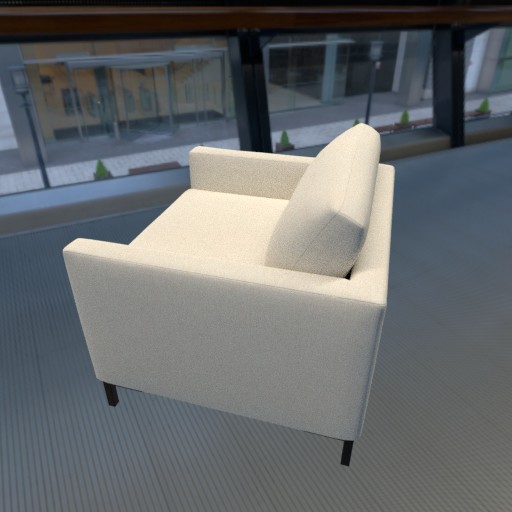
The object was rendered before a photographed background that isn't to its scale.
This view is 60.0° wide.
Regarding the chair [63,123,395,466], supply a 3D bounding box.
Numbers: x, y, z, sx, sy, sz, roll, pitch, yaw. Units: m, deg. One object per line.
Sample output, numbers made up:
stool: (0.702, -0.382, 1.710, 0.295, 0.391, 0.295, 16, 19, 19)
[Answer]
chair: (0.000, 0.000, 1.579, 0.875, 0.806, 0.964, 9, 32, 14)
